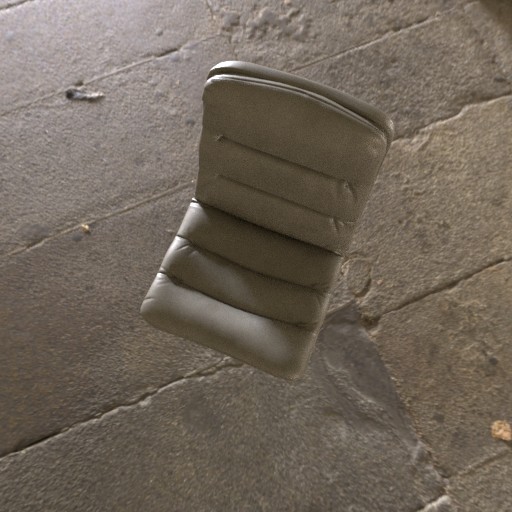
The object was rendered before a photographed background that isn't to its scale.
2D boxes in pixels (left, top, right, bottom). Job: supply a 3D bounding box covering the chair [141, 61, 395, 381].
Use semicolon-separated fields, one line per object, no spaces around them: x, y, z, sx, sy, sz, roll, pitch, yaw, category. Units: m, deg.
0.000;0.000;1.056;0.422;0.738;0.485;21;77;5;chair
